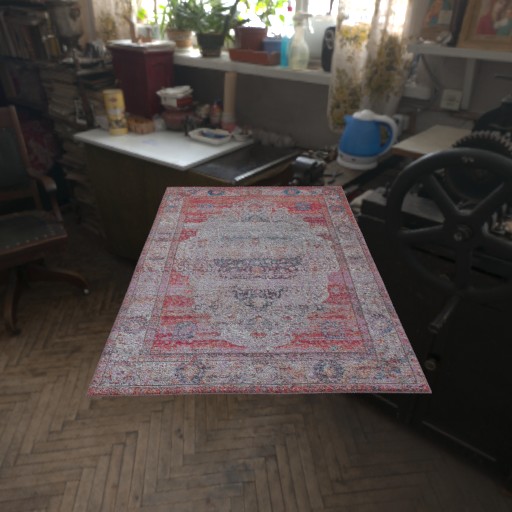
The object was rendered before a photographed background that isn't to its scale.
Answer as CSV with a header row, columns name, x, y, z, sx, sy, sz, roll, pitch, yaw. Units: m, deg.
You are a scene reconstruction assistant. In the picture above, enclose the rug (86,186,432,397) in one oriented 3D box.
name,x,y,z,sx,sy,sz,roll,pitch,yaw
rug,0.000,0.000,2.330,1.219,0.006,1.829,0,32,-1
